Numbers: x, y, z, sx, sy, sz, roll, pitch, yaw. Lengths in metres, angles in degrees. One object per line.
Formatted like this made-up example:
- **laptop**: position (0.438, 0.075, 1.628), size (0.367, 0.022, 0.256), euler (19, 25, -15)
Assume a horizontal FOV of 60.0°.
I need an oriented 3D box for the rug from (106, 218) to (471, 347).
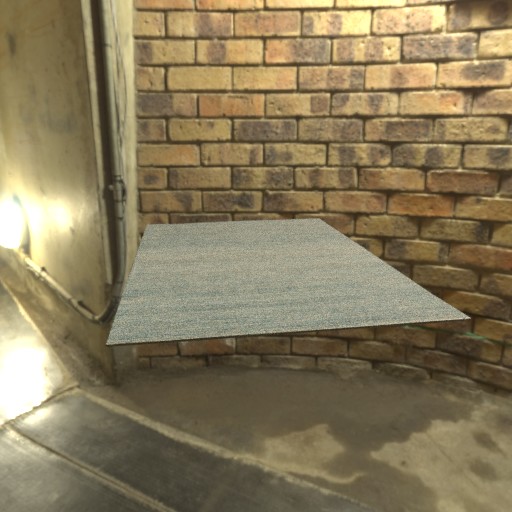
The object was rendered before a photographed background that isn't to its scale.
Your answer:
- **rug**: position (0.000, 0.000, 5.220), size (2.802, 0.052, 4.078), euler (-3, 16, -9)
